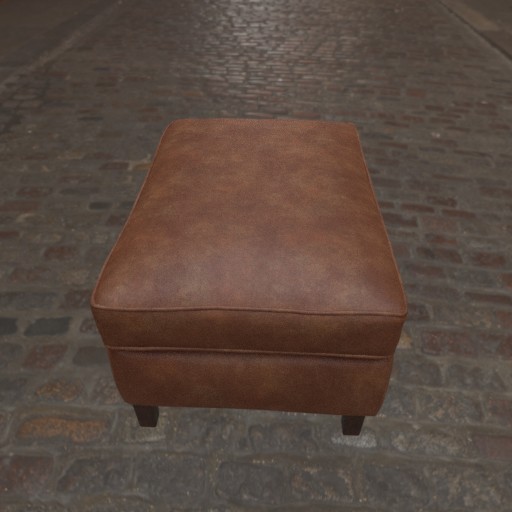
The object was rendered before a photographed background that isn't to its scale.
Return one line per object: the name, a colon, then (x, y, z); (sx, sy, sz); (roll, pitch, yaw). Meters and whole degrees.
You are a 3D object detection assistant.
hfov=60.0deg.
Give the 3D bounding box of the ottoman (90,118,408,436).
ottoman: (0.000, 0.000, 0.978); (0.501, 0.418, 0.665); (2, 40, 2)
